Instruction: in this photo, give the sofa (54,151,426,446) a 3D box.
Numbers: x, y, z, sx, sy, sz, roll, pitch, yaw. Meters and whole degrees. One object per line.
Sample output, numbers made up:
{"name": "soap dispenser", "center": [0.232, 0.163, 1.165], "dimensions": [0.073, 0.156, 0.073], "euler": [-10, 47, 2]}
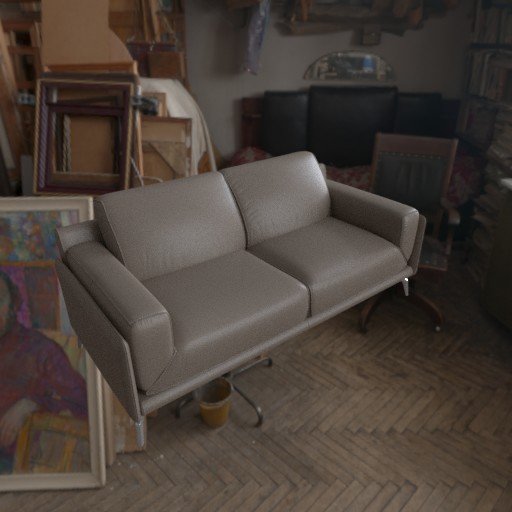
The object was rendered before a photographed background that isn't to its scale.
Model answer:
{"name": "sofa", "center": [0.000, 0.000, 2.668], "dimensions": [2.101, 0.930, 1.049], "euler": [-20, 34, -33]}
